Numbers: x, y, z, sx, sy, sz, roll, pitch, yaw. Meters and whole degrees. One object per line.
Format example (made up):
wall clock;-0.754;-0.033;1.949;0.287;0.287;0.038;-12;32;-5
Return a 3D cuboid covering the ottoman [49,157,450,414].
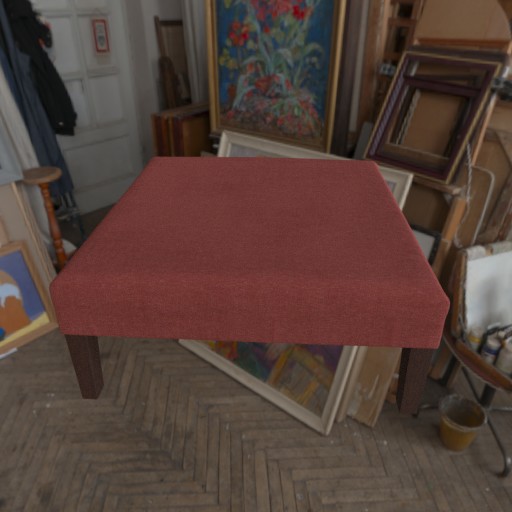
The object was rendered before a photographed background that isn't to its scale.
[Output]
ottoman;0.000;0.000;1.423;0.890;0.411;0.889;2;31;3
